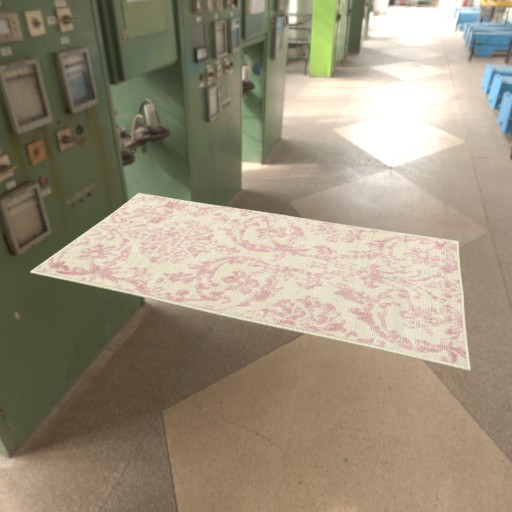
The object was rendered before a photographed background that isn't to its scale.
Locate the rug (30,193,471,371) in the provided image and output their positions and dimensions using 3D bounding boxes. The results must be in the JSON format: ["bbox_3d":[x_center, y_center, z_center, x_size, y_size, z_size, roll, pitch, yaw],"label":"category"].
[{"bbox_3d":[0.000,0.000,1.398,1.219,0.007,0.604,10,34,16],"label":"rug"}]
